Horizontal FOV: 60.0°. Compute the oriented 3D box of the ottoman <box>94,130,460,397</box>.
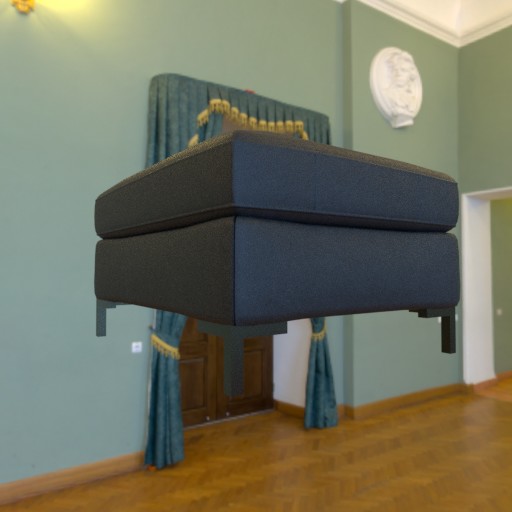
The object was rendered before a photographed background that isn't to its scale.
[{"bbox_3d":[0.000,0.000,1.774,0.967,0.696,1.187,1,-2,-35],"label":"ottoman"}]
